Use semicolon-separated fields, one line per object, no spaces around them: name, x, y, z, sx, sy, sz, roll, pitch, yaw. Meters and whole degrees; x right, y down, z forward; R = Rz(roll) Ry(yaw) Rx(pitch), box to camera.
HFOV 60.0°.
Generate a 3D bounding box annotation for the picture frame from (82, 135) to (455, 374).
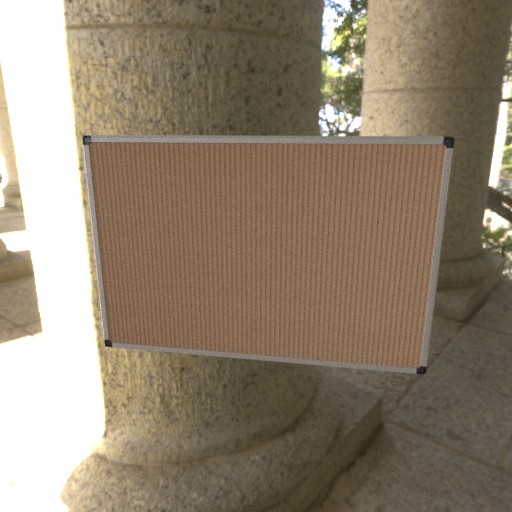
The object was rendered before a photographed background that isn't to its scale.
picture frame;0.000;0.000;1.144;0.900;0.600;0.010;3;17;9
